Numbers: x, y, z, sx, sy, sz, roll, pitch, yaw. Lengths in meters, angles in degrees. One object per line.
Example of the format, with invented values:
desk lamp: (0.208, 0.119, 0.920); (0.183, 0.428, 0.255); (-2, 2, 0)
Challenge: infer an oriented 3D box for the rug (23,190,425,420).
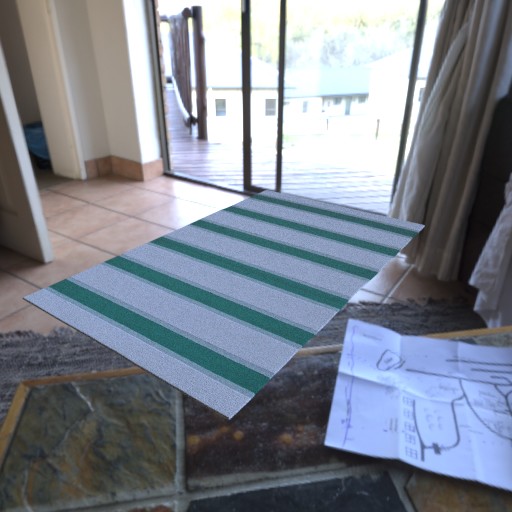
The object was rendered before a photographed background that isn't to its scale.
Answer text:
rug: (0.000, 0.000, 3.003); (1.521, 0.015, 2.436); (18, 32, 32)
